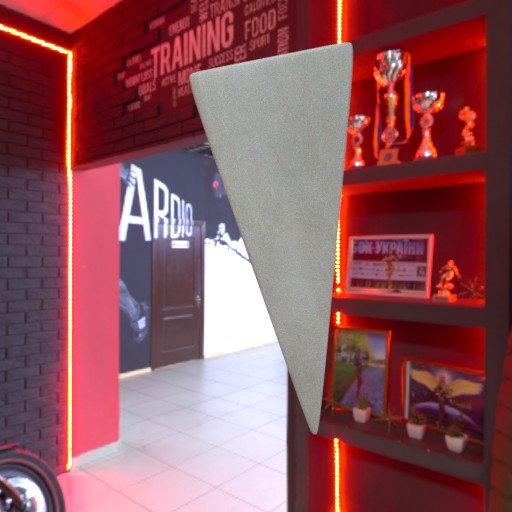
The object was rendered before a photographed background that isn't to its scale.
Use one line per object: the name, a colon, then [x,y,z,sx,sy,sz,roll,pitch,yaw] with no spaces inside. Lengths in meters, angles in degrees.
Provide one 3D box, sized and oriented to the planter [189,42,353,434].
planter: [0.000,0.000,0.155,0.047,0.130,0.058,0,0,-18]
